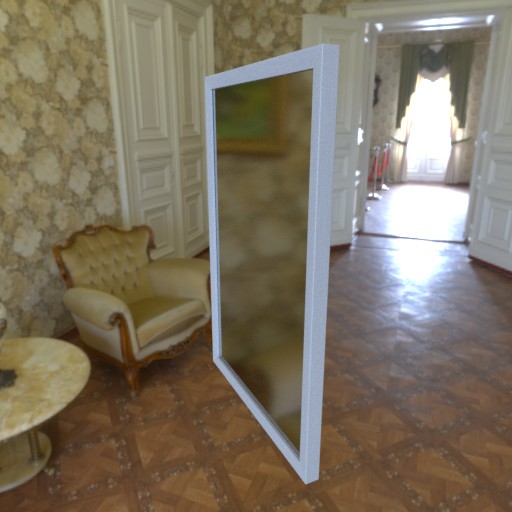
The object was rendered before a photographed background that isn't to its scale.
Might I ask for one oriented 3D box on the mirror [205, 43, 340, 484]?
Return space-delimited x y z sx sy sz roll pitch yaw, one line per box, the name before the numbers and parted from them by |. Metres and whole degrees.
mirror | 0.000 0.000 1.149 0.040 0.915 0.609 -8 18 -24
